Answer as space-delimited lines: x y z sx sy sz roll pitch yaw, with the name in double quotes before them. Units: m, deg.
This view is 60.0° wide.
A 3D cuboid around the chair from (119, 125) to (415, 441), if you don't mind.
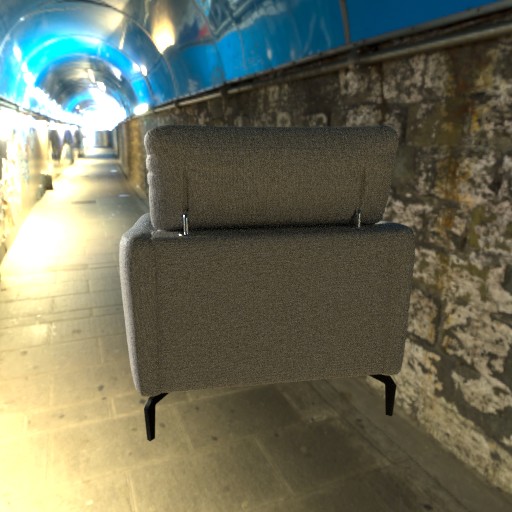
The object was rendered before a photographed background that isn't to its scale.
"chair" 0.000 0.000 1.739 0.972 0.967 0.835 -2 15 -9
